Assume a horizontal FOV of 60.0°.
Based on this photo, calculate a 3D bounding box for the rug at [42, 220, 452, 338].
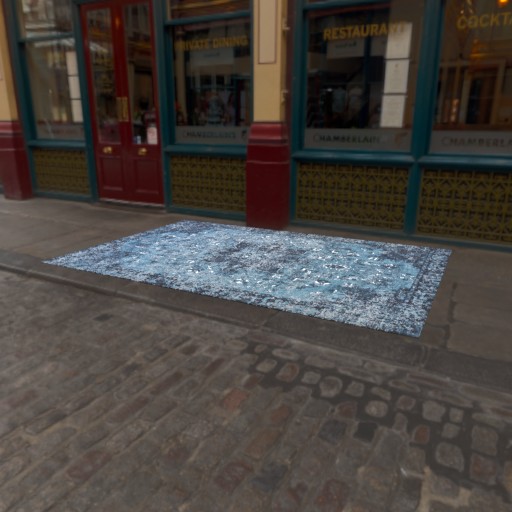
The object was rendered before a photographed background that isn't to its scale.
[{"bbox_3d":[0.000,0.000,2.358,1.828,0.005,1.219,8,18,27],"label":"rug"}]
